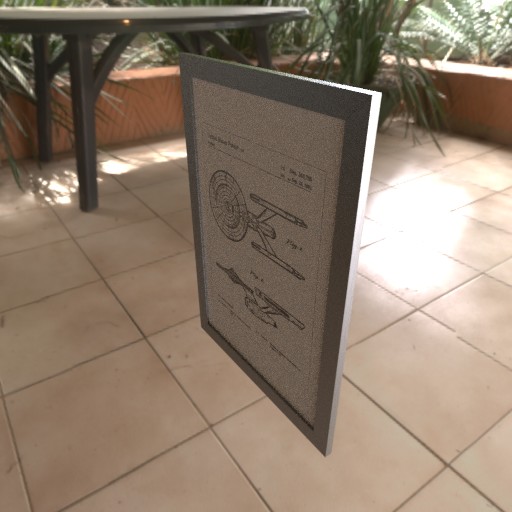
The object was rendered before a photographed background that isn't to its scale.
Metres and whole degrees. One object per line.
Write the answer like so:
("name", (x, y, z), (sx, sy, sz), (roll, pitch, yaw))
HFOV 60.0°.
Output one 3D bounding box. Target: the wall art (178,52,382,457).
("wall art", (0.000, 0.000, 0.671), (0.013, 0.529, 0.376), (-21, 37, -30))
